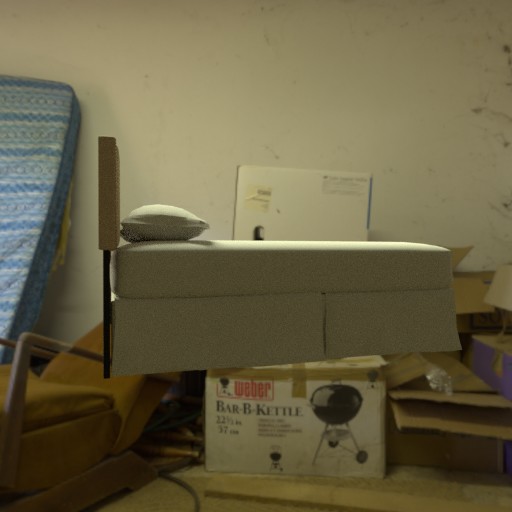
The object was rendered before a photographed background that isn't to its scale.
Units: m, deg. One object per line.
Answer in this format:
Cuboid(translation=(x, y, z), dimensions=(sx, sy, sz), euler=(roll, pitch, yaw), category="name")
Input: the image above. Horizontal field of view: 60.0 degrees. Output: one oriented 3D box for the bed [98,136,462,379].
Cuboid(translation=(0.000, 0.000, 2.865), dimensions=(1.876, 1.016, 1.616), euler=(0, 0, -18), category="bed")
